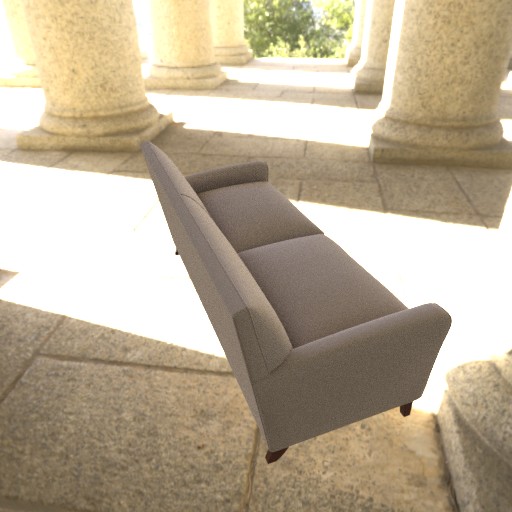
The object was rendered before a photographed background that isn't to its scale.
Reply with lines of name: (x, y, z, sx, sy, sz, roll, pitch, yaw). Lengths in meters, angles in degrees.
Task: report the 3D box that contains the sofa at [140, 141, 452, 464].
sofa: (0.000, 0.000, 2.429, 0.875, 0.846, 2.000, -11, 32, -18)
